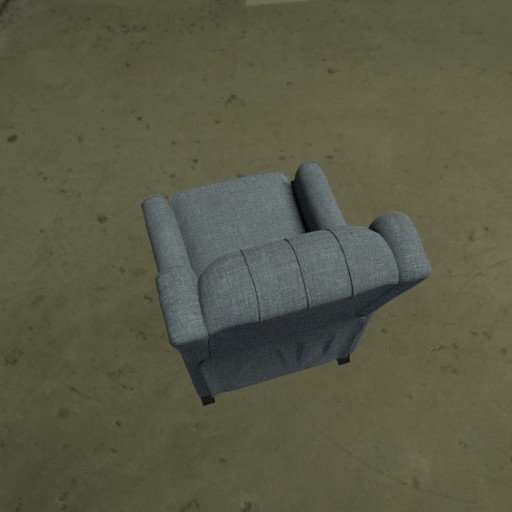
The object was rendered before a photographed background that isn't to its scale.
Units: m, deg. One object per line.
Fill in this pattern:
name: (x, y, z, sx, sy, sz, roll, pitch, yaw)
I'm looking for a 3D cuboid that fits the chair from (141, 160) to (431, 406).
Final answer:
chair: (0.000, 0.000, 1.655, 0.742, 1.035, 0.898, -14, 59, -9)
